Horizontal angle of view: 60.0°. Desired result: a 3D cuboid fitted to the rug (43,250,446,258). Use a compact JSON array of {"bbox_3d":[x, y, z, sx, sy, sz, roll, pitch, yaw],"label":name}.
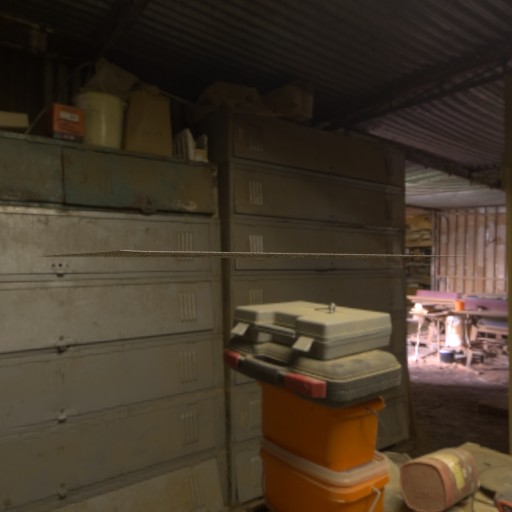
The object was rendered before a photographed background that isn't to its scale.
[{"bbox_3d":[0.000,0.000,2.237,1.813,0.008,1.223,1,-1,-36],"label":"rug"}]
